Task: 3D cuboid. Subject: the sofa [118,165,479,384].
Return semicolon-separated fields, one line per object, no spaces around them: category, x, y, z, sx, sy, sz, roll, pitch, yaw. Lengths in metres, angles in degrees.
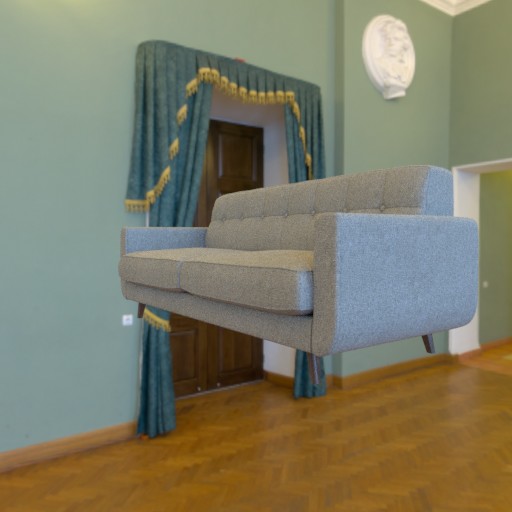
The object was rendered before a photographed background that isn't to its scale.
sofa;0.000;0.000;2.514;0.968;0.873;2.055;-1;2;-36
